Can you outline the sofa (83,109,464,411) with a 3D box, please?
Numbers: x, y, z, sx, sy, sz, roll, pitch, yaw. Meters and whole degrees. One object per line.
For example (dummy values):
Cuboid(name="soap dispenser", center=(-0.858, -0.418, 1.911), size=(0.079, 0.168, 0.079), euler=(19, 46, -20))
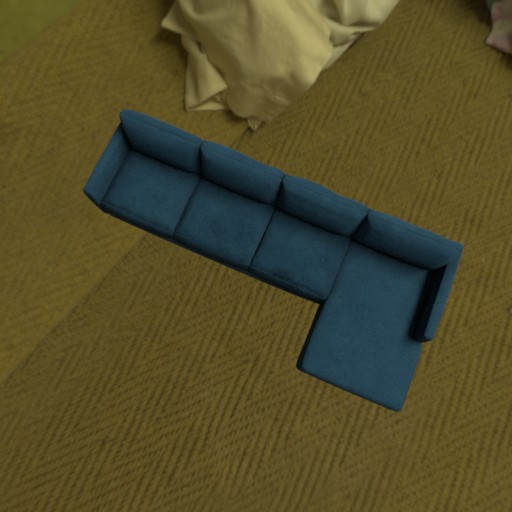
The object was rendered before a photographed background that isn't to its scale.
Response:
Cuboid(name="sofa", center=(0.000, 0.000, 3.538), size=(2.932, 0.810, 1.350), euler=(23, 78, 5))
